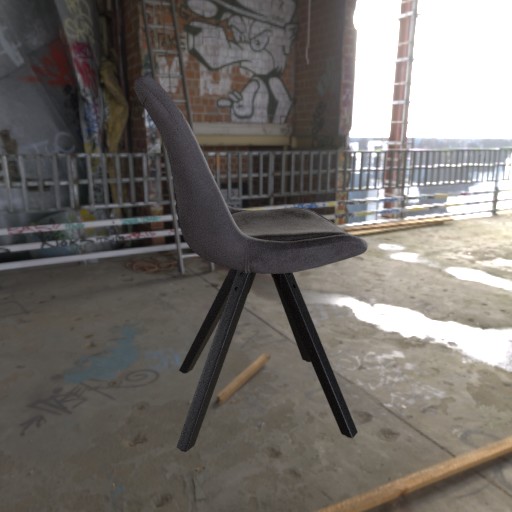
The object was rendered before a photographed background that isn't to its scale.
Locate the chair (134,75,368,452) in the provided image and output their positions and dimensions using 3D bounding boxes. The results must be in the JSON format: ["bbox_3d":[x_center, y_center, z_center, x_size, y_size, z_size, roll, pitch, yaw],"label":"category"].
[{"bbox_3d":[0.000,0.000,1.170,0.550,0.850,0.476,-2,15,-8],"label":"chair"}]
